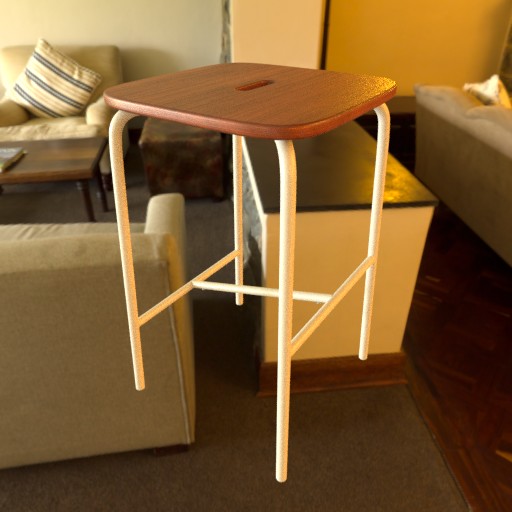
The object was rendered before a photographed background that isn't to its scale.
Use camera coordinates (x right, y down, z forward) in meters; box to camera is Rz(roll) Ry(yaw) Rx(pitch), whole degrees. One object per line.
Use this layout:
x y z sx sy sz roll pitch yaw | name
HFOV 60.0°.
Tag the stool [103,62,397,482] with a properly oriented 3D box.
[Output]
0.000 0.000 0.832 0.376 0.610 0.376 20 37 29 | stool
